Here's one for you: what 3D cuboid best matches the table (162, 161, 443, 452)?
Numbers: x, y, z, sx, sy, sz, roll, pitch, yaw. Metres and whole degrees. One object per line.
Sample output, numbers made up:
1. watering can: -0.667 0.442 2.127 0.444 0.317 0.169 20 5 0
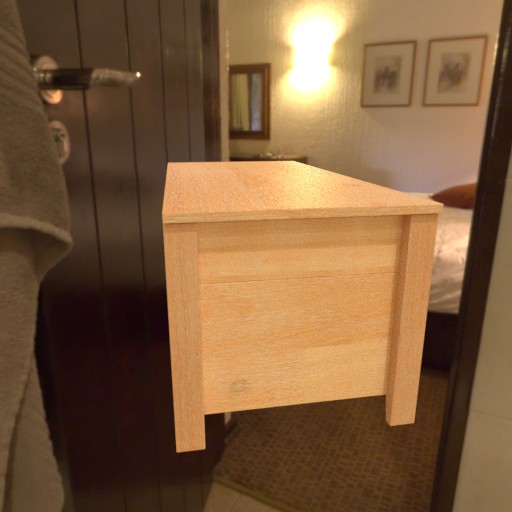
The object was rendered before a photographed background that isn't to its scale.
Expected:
1. table: 0.000 0.000 1.277 0.483 0.457 1.016 -3 17 -10
